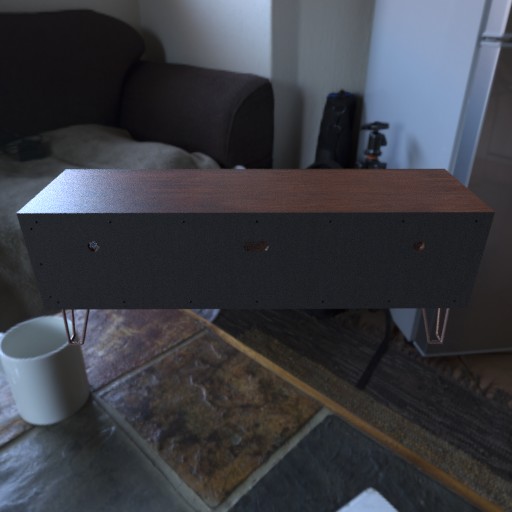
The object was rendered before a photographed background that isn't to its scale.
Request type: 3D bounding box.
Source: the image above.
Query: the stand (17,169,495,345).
[{"bbox_3d":[0.000,0.000,1.863,1.626,0.610,0.481,0,30,0],"label":"stand"}]
